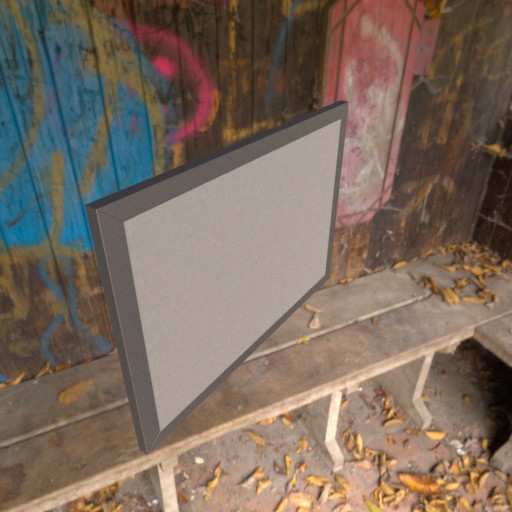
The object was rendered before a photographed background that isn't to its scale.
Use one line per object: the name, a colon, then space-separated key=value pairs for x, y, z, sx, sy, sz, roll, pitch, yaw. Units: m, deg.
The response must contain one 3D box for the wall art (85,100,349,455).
wall art: x=0.000 y=0.000 z=0.569 sx=0.016 sy=0.306 sz=0.432 roll=21 pitch=38 yaw=30
